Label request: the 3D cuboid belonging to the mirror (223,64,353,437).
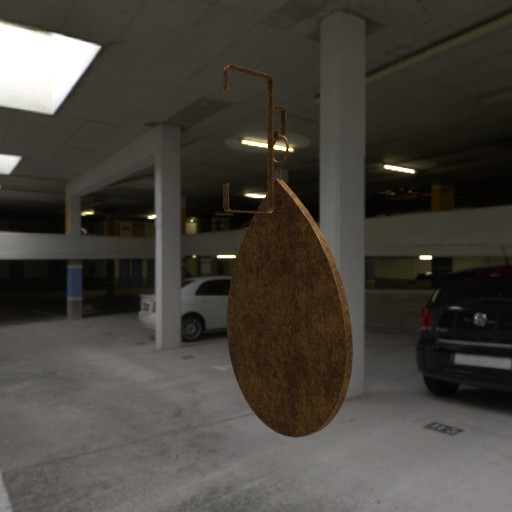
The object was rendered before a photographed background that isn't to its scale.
[{"bbox_3d":[0.000,0.000,0.905,0.144,0.744,0.405,0,0,-35],"label":"mirror"}]
